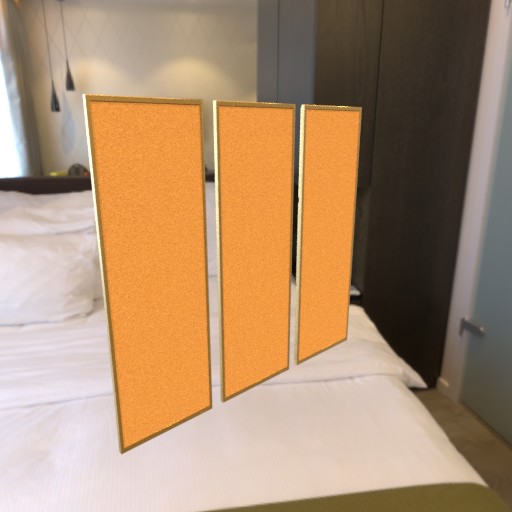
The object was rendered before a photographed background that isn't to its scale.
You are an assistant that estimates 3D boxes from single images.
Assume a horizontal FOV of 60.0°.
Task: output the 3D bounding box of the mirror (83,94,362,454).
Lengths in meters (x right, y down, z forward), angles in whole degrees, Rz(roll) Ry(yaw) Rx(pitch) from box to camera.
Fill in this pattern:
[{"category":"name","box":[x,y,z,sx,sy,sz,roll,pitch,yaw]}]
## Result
[{"category":"mirror","box":[0.000,0.000,1.415,1.011,0.926,0.023,-14,21,-40]}]
